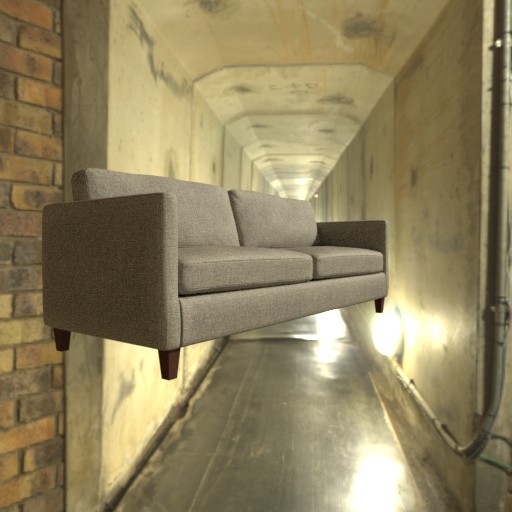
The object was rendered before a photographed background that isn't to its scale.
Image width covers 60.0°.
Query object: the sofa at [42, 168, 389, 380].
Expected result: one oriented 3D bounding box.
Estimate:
[{"bbox_3d":[0.000,0.000,2.938,0.948,0.951,2.434,1,2,37],"label":"sofa"}]
